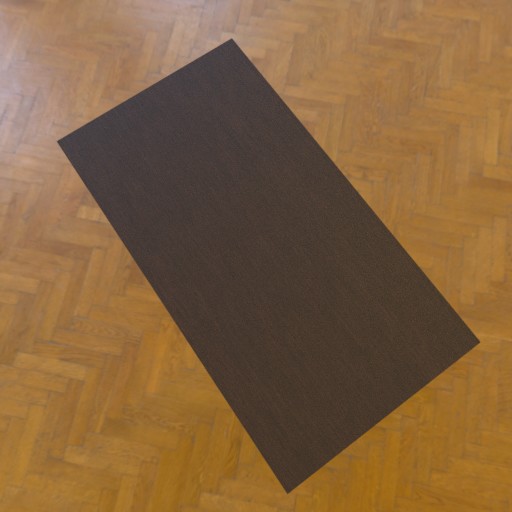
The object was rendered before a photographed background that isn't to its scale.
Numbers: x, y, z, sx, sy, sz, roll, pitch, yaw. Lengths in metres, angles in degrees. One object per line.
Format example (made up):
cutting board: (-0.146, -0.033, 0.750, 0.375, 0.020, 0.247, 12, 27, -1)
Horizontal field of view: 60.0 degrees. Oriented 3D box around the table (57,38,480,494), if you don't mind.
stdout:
table: (0.000, 0.000, 1.380, 0.597, 0.424, 1.099, -34, 78, -8)
